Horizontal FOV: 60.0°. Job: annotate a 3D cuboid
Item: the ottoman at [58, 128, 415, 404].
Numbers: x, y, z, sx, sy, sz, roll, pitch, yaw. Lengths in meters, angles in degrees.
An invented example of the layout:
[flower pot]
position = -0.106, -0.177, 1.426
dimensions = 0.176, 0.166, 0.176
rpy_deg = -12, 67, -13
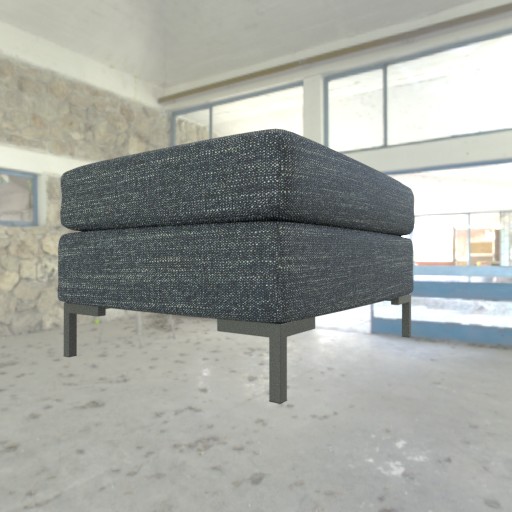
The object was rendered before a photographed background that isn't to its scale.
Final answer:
[ottoman]
position = 0.000, 0.000, 1.219
dimensions = 0.667, 0.491, 0.814
rpy_deg = 0, 0, 35
